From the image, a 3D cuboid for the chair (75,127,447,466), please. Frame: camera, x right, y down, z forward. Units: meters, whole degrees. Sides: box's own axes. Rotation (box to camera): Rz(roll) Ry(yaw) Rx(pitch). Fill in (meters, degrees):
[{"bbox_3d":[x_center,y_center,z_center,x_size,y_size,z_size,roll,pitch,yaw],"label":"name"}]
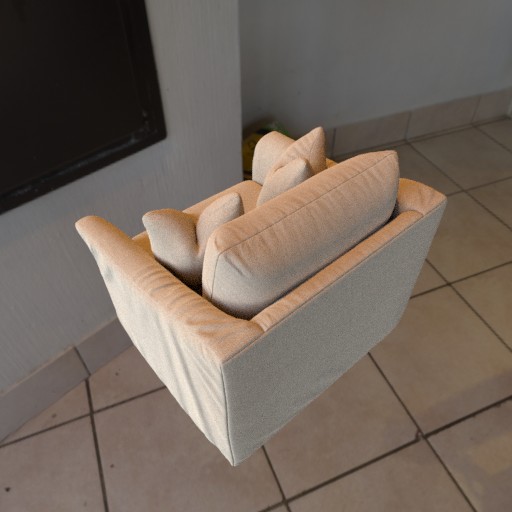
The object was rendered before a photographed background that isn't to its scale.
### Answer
[{"bbox_3d":[0.000,0.000,2.044,1.194,1.093,1.071,-32,54,-27],"label":"chair"}]
